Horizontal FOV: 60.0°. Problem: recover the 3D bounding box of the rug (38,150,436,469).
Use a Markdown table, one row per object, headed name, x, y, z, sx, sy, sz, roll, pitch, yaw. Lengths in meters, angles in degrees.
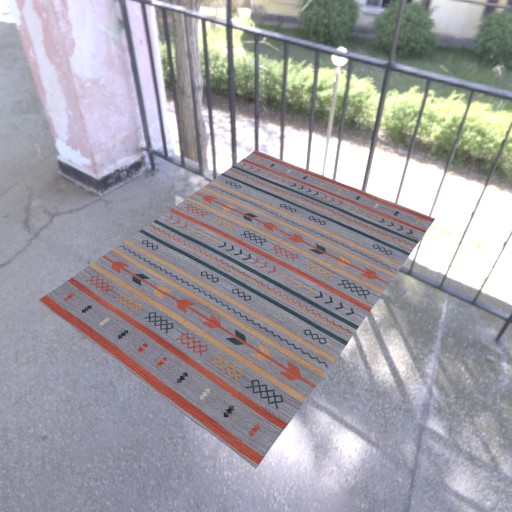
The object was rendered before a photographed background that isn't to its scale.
| name | x | y | z | sx | sy | sz | roll | pitch | yaw |
| --- | --- | --- | --- | --- | --- | --- | --- | --- | --- |
| rug | 0.000 | 0.000 | 4.052 | 2.263 | 0.022 | 3.029 | 27 | 50 | 26 |
